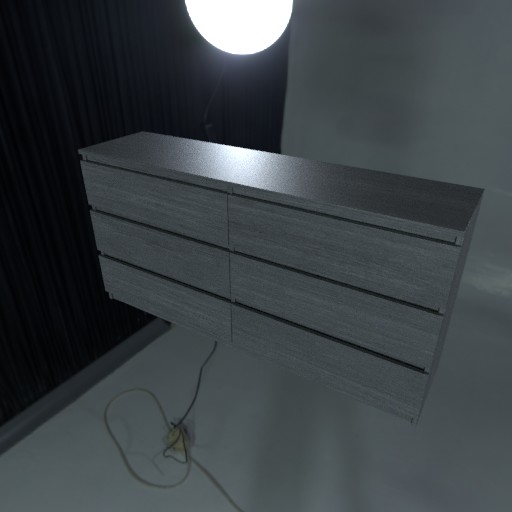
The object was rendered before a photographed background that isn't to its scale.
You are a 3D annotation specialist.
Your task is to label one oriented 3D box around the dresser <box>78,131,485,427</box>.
[{"bbox_3d":[0.000,0.000,1.922,1.590,0.795,0.400,17,33,27],"label":"dresser"}]
